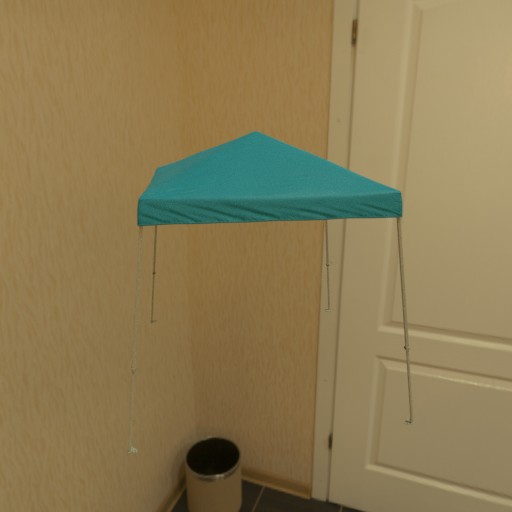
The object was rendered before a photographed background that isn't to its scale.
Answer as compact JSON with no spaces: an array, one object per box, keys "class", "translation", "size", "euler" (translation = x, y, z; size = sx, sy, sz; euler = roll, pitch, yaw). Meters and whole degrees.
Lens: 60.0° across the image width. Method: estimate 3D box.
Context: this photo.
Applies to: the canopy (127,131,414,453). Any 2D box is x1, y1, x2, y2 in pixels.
[{"class":"canopy","translation":[0.000,0.000,6.633],"size":[3.600,3.600,3.599],"euler":[-3,18,-8]}]
